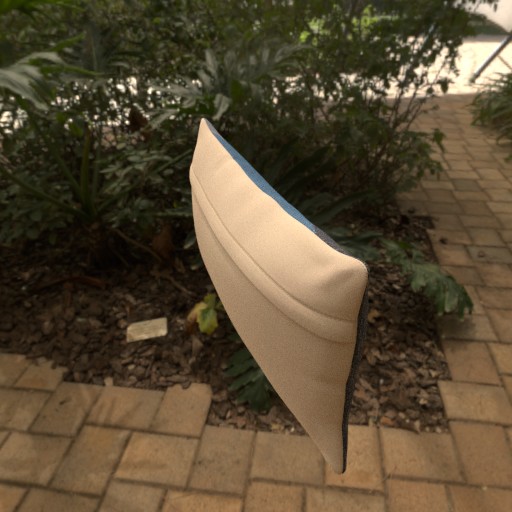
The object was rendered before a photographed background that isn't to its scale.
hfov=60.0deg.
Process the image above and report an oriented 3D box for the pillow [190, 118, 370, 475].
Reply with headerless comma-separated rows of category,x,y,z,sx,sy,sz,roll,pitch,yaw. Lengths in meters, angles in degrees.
pillow,0.000,0.000,0.713,0.148,0.307,0.604,-11,32,-18
